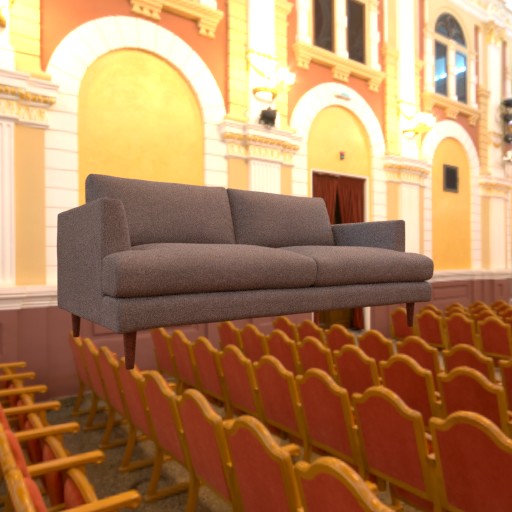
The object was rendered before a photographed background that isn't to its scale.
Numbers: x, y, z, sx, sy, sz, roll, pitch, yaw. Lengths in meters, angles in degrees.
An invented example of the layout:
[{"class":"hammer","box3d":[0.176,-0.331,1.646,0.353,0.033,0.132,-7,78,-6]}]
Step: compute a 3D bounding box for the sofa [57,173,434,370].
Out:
[{"class":"sofa","box3d":[0.000,0.000,2.541,1.948,0.868,1.020,0,0,-36]}]
